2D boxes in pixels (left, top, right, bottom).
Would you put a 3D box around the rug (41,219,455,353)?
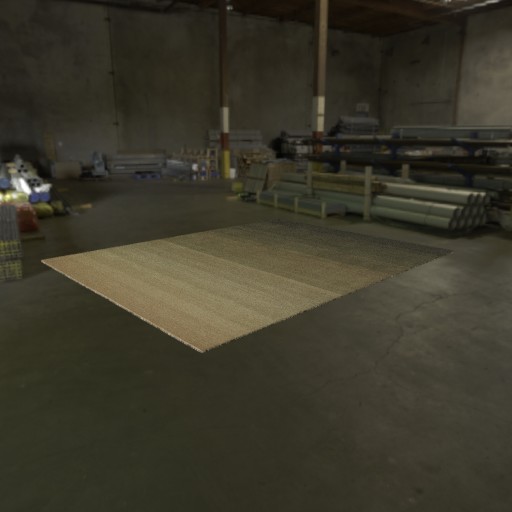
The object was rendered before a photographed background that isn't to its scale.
[{"bbox_3d":[0.000,0.000,3.980,2.932,0.015,2.315,-14,20,-42],"label":"rug"}]
